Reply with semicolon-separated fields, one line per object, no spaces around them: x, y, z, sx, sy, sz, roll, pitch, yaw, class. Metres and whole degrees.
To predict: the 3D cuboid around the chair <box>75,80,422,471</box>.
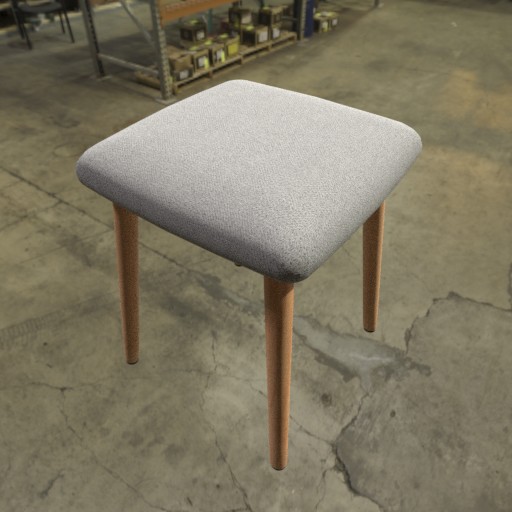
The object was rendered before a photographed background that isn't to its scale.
0.000;0.000;0.693;0.350;0.440;0.350;26;48;26;chair
